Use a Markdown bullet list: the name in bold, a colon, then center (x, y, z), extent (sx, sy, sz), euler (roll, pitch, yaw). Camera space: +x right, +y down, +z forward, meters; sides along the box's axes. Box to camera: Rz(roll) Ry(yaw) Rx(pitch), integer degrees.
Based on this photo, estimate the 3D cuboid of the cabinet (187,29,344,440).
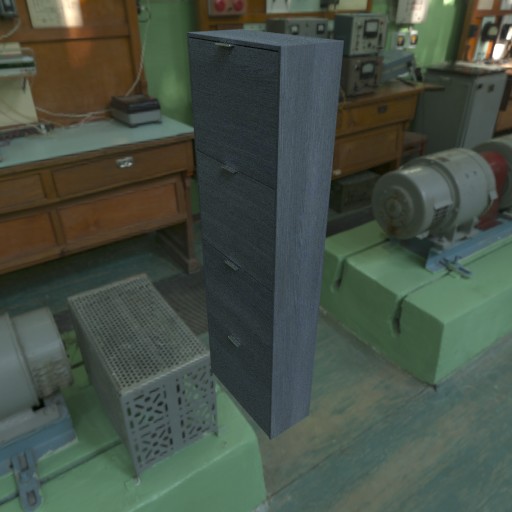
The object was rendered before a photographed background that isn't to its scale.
- **cabinet**: center (0.000, 0.000, 1.829), extent (0.255, 1.630, 0.520), euler (-21, 37, -30)
